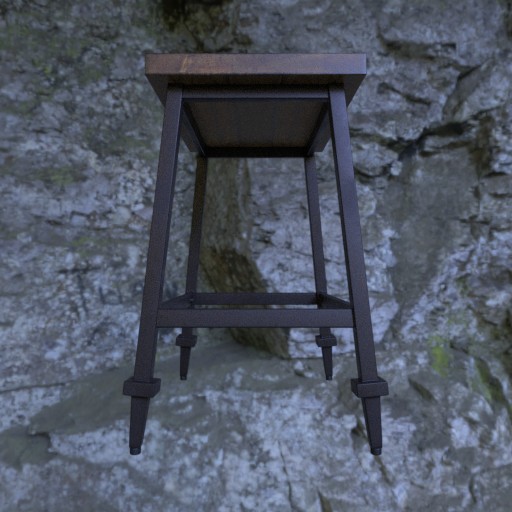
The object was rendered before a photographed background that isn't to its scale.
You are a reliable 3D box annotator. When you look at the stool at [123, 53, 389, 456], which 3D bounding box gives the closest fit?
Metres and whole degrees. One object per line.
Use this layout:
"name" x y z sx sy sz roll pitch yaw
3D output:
"stool" 0.000 0.000 0.920 0.405 0.625 0.486 0 -1 0
